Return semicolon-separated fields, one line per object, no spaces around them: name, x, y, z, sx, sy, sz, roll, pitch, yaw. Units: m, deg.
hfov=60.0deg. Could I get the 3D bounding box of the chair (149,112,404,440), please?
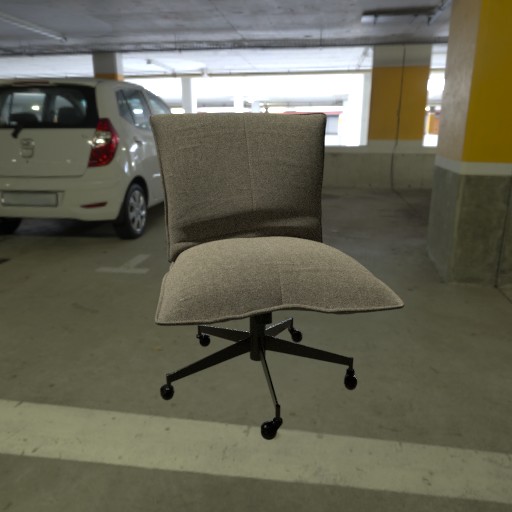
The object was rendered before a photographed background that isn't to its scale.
chair;0.000;0.000;1.273;0.597;0.811;0.696;-2;16;-9
